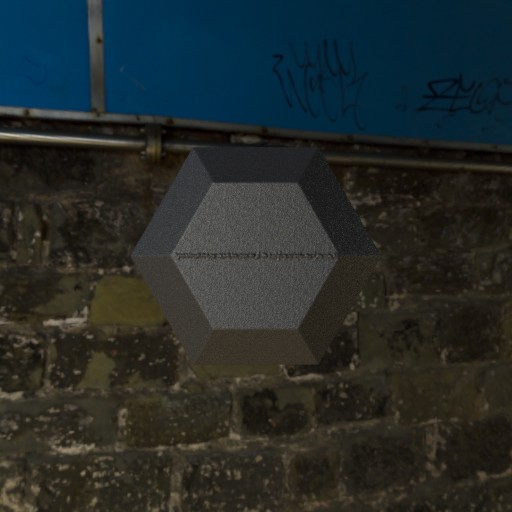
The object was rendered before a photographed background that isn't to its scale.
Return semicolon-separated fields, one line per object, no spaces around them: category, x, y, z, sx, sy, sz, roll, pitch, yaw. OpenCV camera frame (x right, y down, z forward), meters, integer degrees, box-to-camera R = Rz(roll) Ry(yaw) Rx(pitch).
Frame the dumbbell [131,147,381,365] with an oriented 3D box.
dumbbell;0.000;0.000;0.431;0.157;0.137;0.361;0;0;0
